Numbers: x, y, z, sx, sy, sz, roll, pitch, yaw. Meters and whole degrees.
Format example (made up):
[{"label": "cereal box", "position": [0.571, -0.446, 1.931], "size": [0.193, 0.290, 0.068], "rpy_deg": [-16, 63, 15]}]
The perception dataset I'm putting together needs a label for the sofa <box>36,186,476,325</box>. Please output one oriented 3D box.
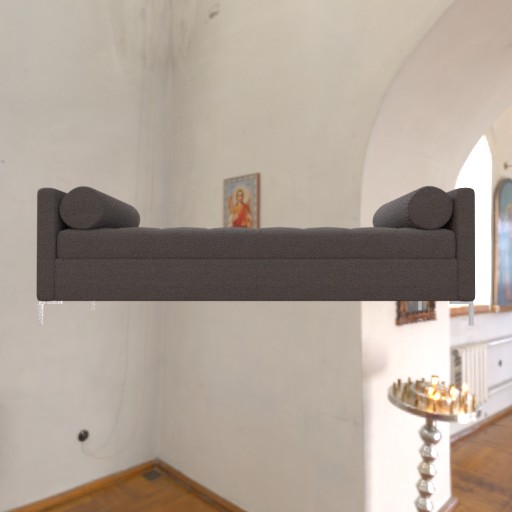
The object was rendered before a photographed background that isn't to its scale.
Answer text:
[{"label": "sofa", "position": [0.000, 0.000, 2.329], "size": [1.981, 0.635, 0.686], "rpy_deg": [0, -1, 0]}]
